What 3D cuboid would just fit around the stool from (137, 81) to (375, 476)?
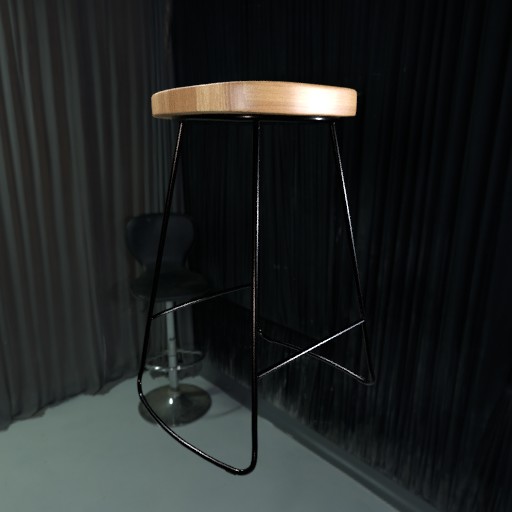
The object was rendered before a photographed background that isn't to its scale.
[{"bbox_3d":[0.000,0.000,0.971,0.480,0.679,0.401,-15,22,-42],"label":"stool"}]
